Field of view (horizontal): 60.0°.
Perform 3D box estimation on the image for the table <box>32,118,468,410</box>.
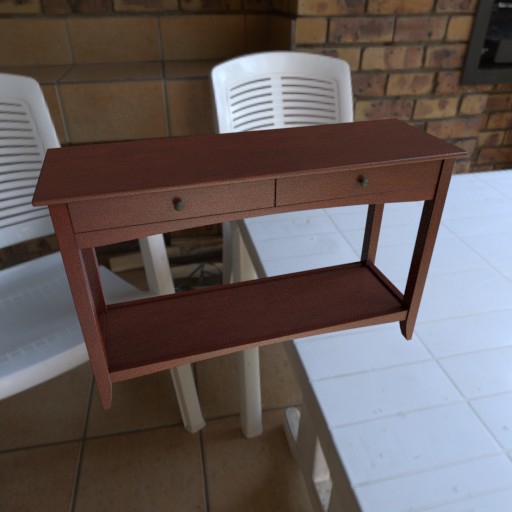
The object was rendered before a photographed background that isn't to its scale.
[{"bbox_3d":[0.000,0.000,1.507,1.188,0.739,0.392,-9,33,-14],"label":"table"}]
